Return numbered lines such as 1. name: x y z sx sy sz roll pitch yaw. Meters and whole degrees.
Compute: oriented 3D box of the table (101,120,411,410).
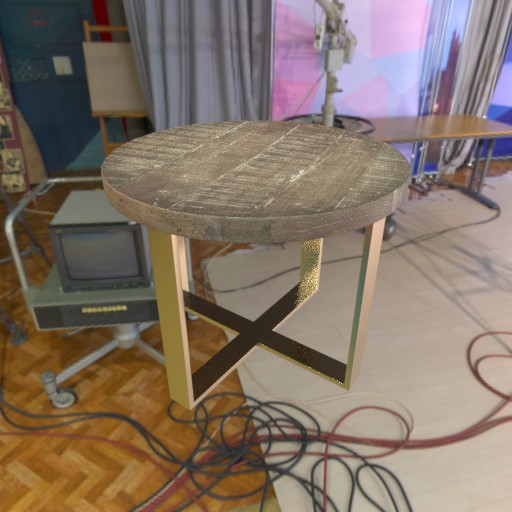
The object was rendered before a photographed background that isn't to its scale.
1. table: 0.000 0.000 0.942 0.557 0.437 0.557 0 30 0
